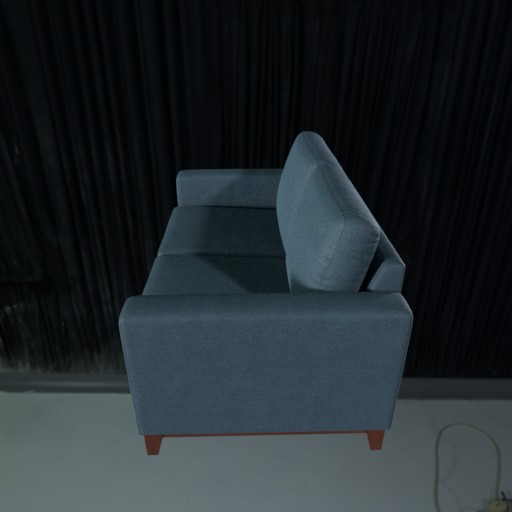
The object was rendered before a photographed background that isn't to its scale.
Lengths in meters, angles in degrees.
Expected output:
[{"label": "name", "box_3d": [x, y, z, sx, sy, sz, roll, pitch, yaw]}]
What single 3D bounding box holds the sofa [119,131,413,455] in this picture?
[{"label": "sofa", "box_3d": [0.000, 0.000, 2.090, 0.955, 0.903, 1.489, -1, 28, -1]}]
